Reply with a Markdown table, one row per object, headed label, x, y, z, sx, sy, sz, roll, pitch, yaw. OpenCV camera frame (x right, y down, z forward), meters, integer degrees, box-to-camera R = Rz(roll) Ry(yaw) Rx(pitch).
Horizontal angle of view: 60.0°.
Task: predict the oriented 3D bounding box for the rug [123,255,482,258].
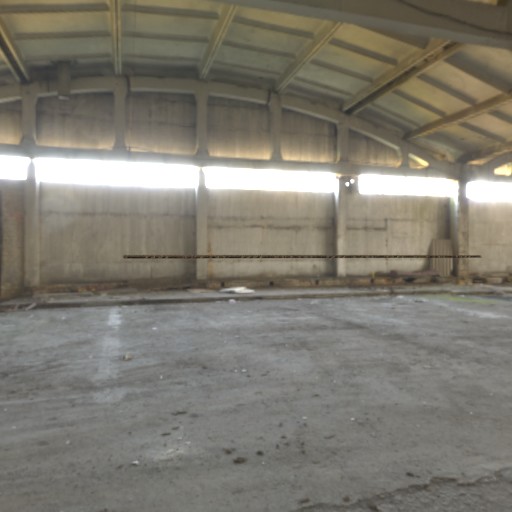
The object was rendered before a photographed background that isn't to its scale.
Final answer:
| label | x | y | z | sx | sy | sz | roll | pitch | yaw |
| --- | --- | --- | --- | --- | --- | --- | --- | --- | --- |
| rug | 0.000 | 0.000 | 4.003 | 2.306 | 0.017 | 2.902 | 0 | 0 | -17 |
